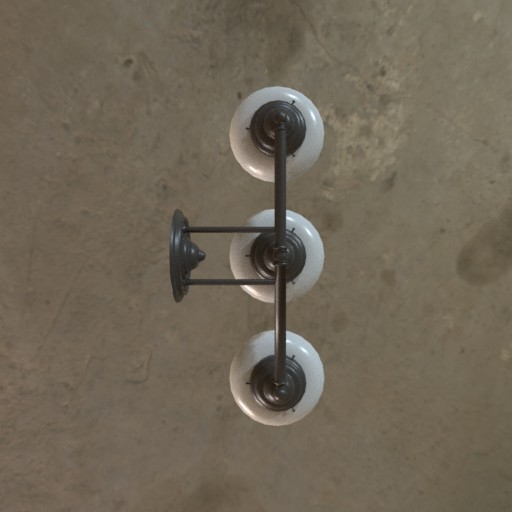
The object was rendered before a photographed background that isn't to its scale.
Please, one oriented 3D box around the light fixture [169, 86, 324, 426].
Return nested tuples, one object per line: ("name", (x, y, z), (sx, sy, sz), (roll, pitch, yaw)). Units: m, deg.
("light fixture", (0.000, 0.000, 0.727), (0.239, 0.242, 0.587), (0, 90, -1))
